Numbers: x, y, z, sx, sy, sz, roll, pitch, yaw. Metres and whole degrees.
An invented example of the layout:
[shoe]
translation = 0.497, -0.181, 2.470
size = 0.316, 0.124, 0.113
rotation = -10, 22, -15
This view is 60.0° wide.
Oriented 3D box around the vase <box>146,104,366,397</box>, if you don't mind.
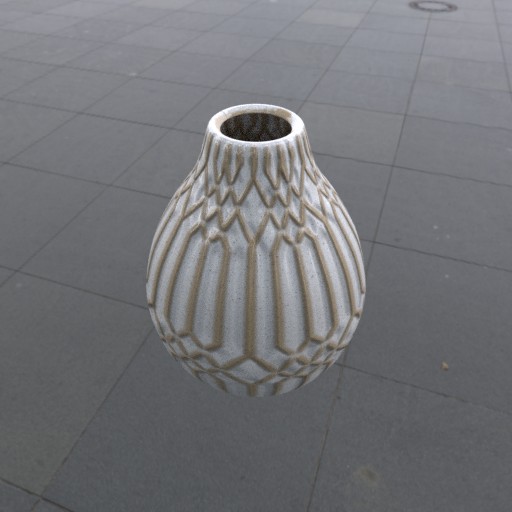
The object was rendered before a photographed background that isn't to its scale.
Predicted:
[vase]
translation = 0.000, 0.000, 0.314
size = 0.159, 0.200, 0.159
rotation = 0, 42, 0
